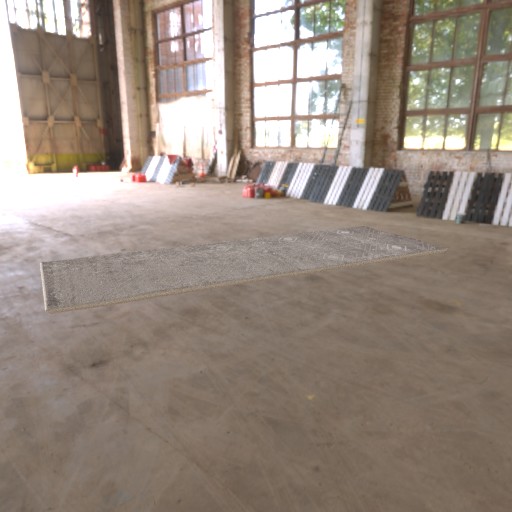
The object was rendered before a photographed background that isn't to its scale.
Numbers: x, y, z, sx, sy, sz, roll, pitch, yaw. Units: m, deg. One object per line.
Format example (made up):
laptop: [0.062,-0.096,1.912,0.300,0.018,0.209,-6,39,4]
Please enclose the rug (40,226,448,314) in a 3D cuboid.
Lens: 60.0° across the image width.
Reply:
rug: [0.000,0.000,2.721,2.381,0.035,0.832,-7,17,-26]
